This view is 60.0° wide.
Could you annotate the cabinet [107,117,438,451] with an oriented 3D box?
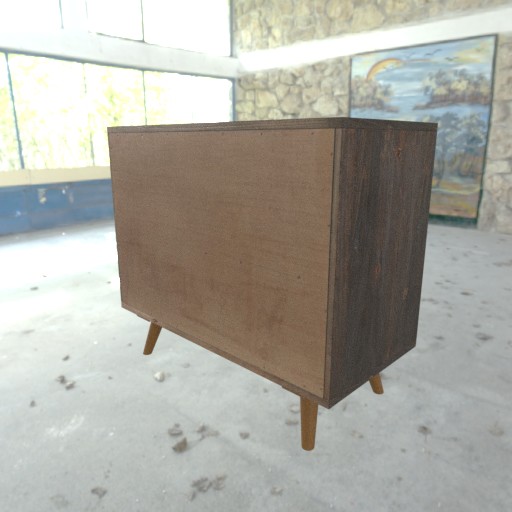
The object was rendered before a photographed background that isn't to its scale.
[{"bbox_3d":[0.000,0.000,1.583,1.023,0.897,0.529,14,20,42],"label":"cabinet"}]
